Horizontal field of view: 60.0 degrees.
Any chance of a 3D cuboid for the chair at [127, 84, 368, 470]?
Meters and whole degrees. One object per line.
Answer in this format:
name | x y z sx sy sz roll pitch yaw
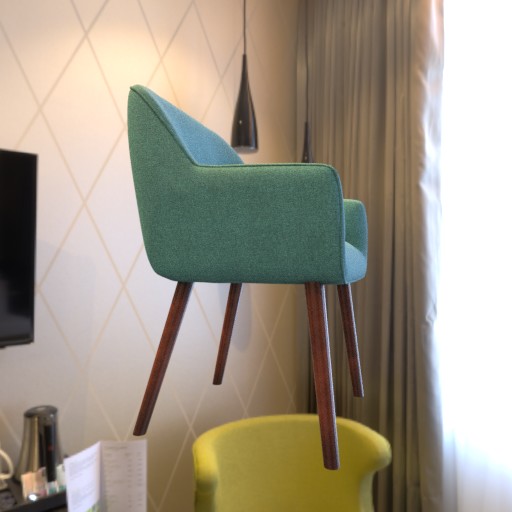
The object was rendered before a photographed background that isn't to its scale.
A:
chair | 0.000 0.000 1.139 0.519 0.803 0.543 0 -1 19
